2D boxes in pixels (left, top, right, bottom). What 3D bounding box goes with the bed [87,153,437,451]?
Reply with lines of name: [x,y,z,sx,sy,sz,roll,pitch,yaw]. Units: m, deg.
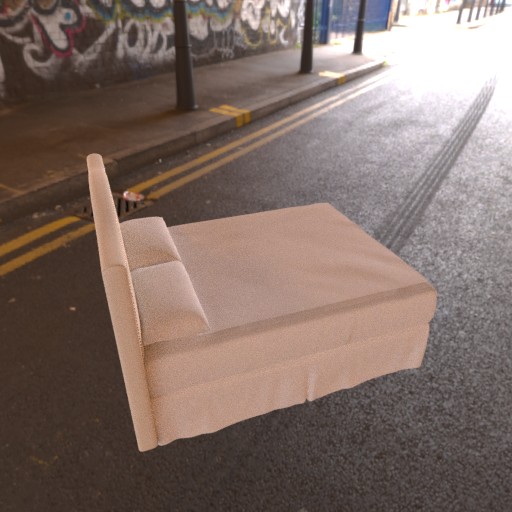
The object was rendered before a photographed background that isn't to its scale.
bed: [0.000,0.000,3.323,2.143,1.460,1.753,-11,32,-17]
